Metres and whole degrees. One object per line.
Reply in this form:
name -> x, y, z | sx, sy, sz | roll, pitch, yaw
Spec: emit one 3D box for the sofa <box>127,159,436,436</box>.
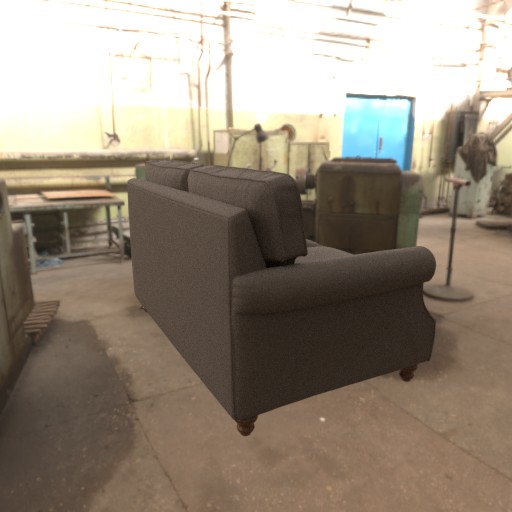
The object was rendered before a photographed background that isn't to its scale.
sofa -> 0.000, 0.000, 2.267 | 0.964, 0.937, 1.665 | -8, 16, -27
